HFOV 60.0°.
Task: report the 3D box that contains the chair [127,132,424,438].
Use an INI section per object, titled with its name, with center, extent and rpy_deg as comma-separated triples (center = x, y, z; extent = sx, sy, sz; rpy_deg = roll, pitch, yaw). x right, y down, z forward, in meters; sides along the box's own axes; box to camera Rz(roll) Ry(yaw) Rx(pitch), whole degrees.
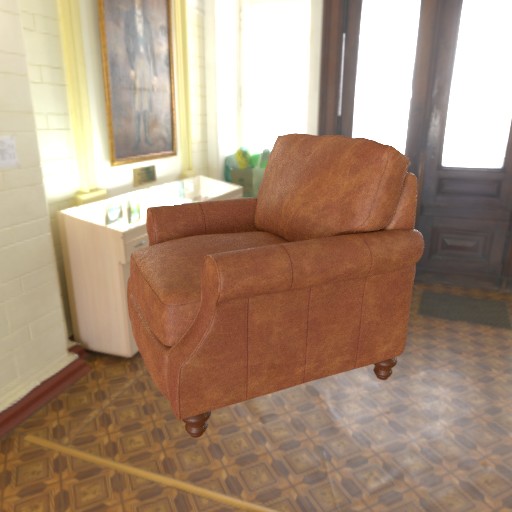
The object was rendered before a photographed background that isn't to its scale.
[chair]
center = 0.000, 0.000, 1.827
extent = 0.986, 0.962, 0.983
rpy_deg = -8, 19, -24
